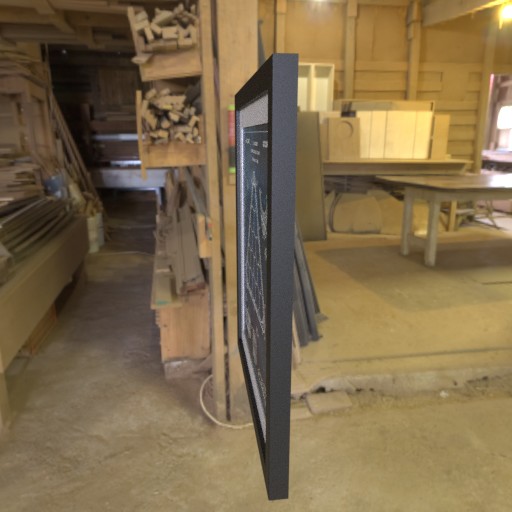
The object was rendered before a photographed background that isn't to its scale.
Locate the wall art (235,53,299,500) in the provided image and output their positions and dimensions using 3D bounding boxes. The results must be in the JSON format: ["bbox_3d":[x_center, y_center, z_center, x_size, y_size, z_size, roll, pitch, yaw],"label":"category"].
[{"bbox_3d":[0.000,0.000,0.688,0.025,0.508,0.432,-2,15,-7],"label":"wall art"}]
